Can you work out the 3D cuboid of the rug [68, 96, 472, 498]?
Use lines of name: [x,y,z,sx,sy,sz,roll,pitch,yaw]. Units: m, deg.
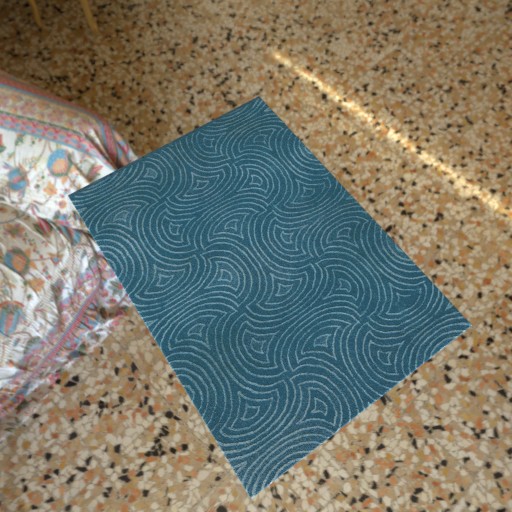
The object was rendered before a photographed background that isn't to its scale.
rug: [0.000,0.000,2.743,1.543,0.015,2.144,-32,69,-14]
